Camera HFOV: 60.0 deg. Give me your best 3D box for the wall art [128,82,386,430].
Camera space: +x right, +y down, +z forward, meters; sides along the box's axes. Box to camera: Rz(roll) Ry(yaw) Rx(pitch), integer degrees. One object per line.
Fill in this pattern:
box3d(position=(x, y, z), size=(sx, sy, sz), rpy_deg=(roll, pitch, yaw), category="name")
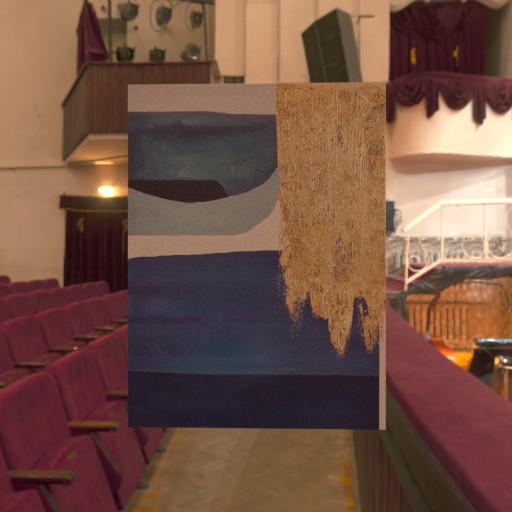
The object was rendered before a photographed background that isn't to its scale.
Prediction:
box3d(position=(0.000, 0.000, 0.800), size=(0.458, 0.613, 0.026), rpy_deg=(0, 0, 1), category="wall art")
